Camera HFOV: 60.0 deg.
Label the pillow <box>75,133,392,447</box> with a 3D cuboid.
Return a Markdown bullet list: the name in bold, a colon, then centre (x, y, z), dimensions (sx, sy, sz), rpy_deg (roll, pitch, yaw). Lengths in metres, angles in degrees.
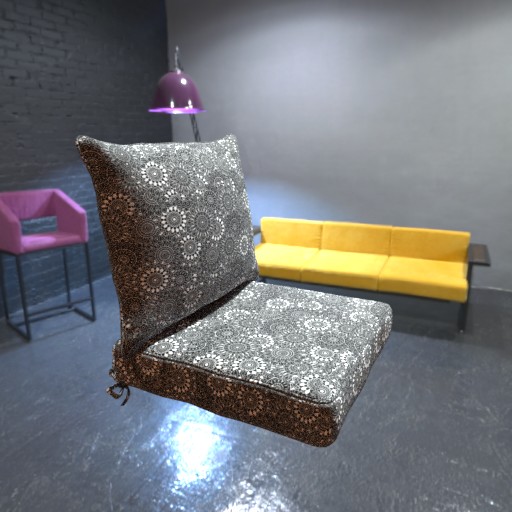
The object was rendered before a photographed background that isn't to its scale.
- **pillow**: centre (0.000, 0.000, 1.355), dimensions (0.740, 0.722, 0.798), rpy_deg (8, 17, 26)
